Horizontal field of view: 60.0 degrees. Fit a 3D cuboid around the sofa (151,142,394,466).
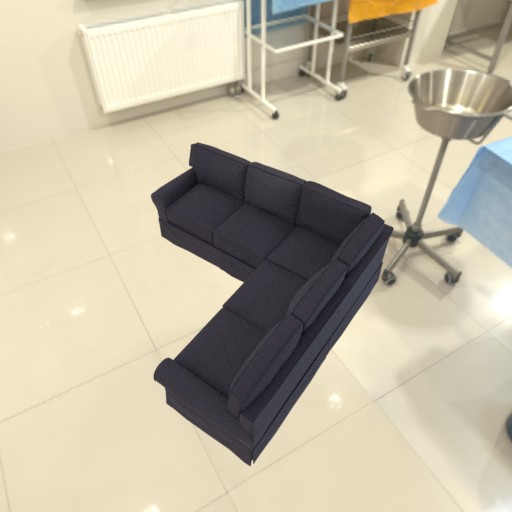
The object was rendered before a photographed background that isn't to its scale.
[{"bbox_3d":[0.000,0.000,4.998,2.874,1.169,3.773,-17,49,-16],"label":"sofa"}]
